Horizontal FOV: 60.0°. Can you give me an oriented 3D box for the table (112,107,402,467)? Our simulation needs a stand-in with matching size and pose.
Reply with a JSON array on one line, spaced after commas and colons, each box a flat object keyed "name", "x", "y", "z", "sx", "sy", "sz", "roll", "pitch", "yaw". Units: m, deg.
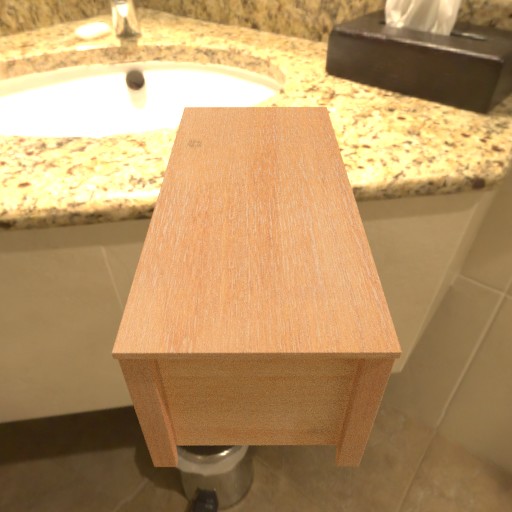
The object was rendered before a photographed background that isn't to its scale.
[{"name": "table", "x": 0.000, "y": 0.000, "z": 1.268, "sx": 0.483, "sy": 0.457, "sz": 1.016, "roll": 0, "pitch": 41, "yaw": 0}]
